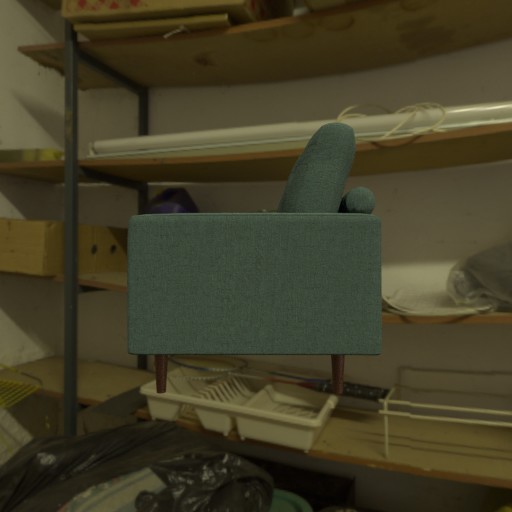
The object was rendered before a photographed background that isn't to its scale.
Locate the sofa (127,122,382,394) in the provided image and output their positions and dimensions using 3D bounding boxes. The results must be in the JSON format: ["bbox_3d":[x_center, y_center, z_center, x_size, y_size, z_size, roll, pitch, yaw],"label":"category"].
[{"bbox_3d":[0.000,0.000,2.548,0.966,1.050,2.010,0,0,0],"label":"sofa"}]
